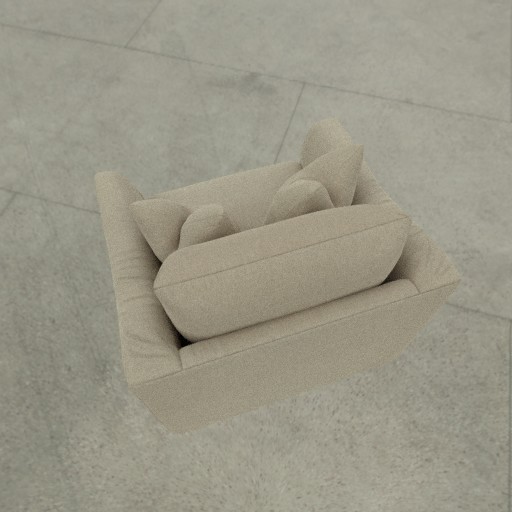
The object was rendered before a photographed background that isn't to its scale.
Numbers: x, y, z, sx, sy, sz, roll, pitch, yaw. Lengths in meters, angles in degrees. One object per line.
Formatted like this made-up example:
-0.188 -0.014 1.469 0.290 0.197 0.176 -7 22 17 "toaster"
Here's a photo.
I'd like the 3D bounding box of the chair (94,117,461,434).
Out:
0.000 0.000 1.980 1.194 1.093 1.071 -16 60 -9 "chair"
